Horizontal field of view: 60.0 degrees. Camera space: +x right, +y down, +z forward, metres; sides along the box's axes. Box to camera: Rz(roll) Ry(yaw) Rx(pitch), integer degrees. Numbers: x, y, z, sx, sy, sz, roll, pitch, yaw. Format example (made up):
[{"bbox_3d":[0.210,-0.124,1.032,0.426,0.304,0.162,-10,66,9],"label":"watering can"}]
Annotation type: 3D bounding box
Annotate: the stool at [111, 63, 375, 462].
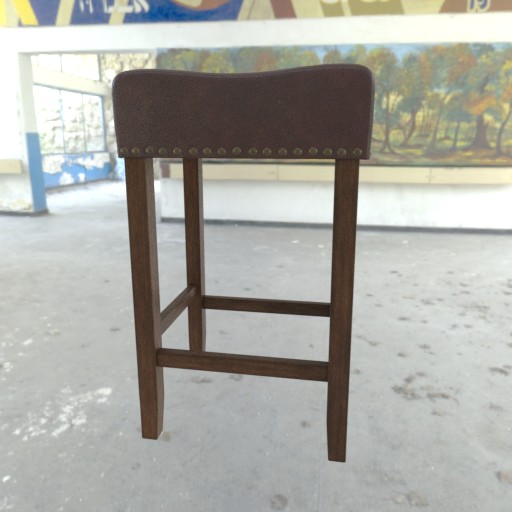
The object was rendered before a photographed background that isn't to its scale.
[{"bbox_3d":[0.000,0.000,1.029,0.465,0.769,0.401,3,15,10],"label":"stool"}]
